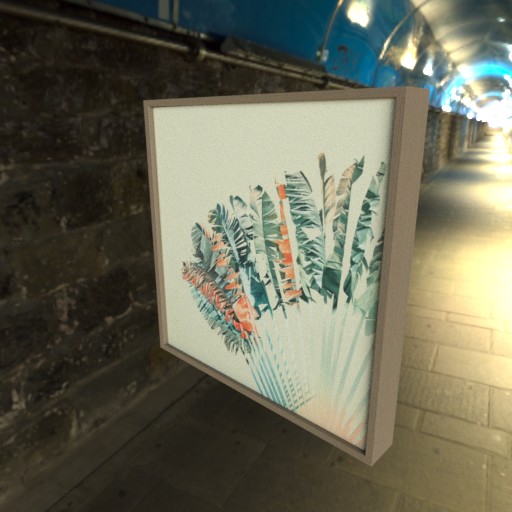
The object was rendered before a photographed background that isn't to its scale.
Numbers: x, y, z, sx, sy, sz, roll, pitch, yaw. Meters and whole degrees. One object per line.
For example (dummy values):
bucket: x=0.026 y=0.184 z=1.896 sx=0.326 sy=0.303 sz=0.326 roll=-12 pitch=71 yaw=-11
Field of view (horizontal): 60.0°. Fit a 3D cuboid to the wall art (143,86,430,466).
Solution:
wall art: x=0.000 y=0.000 z=0.446 sx=0.304 sy=0.303 sz=0.038 roll=15 pitch=23 yaw=41
